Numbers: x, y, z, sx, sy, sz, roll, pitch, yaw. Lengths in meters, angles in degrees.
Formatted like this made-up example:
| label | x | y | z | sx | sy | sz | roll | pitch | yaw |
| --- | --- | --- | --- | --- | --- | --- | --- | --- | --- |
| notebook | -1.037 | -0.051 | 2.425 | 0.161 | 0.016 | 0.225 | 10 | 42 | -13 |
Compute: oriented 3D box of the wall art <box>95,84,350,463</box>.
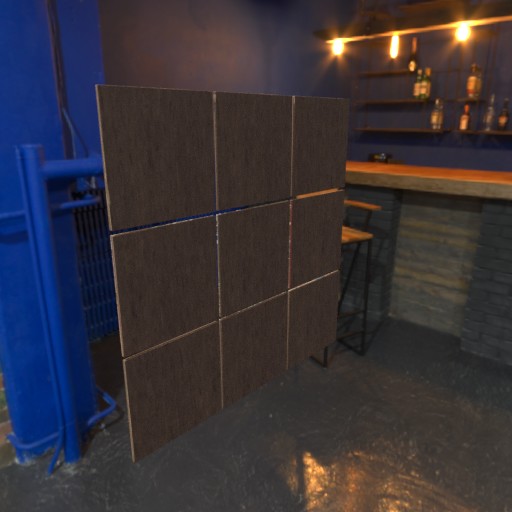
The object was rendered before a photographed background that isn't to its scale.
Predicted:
| label | x | y | z | sx | sy | sz | roll | pitch | yaw |
| --- | --- | --- | --- | --- | --- | --- | --- | --- | --- |
| wall art | 0.000 | 0.000 | 1.763 | 0.013 | 1.213 | 1.215 | 16 | 23 | 41 |
